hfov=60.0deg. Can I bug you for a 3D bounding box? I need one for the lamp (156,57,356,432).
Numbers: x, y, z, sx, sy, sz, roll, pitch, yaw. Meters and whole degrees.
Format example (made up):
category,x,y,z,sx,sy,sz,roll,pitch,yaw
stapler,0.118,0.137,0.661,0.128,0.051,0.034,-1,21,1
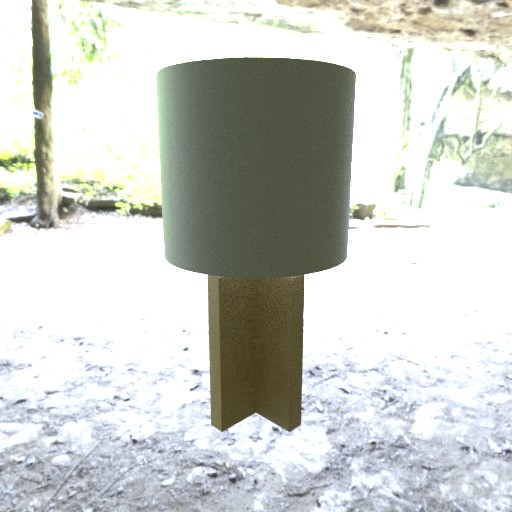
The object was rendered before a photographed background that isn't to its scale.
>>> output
category,x,y,z,sx,sy,sz,roll,pitch,yaw
lamp,0.000,0.000,0.564,0.229,0.428,0.229,13,19,43
